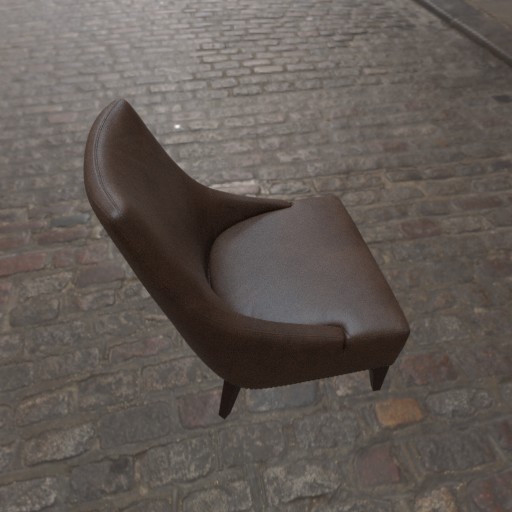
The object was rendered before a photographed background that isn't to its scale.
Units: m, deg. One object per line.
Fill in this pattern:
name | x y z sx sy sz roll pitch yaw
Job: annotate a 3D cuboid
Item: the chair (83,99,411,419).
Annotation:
chair | 0.000 0.000 1.454 0.861 0.909 0.701 -8 46 -8
